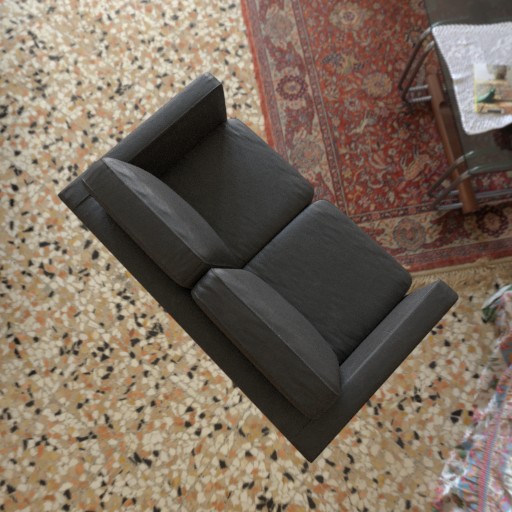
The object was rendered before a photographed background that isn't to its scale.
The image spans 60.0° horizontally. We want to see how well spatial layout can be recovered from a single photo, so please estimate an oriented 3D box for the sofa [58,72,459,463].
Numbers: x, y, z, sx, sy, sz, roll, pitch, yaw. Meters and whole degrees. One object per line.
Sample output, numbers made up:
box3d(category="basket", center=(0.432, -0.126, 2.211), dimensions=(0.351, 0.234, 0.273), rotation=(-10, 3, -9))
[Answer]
box3d(category="sofa", center=(0.000, 0.000, 1.981), dimensions=(0.879, 0.899, 1.430), rotation=(-44, 80, -10))
